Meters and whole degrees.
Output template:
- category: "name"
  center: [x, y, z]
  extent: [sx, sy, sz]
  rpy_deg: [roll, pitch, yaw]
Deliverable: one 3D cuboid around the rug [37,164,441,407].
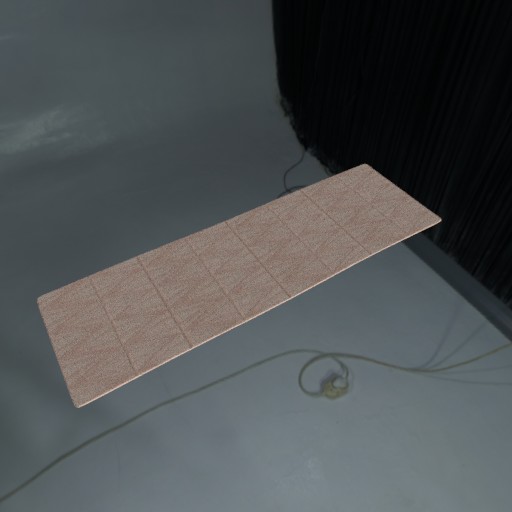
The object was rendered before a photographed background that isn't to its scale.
- category: "rug"
  center: [0.000, 0.000, 2.701]
  extent: [2.435, 0.015, 0.760]
  rpy_deg: [-25, 51, -21]
